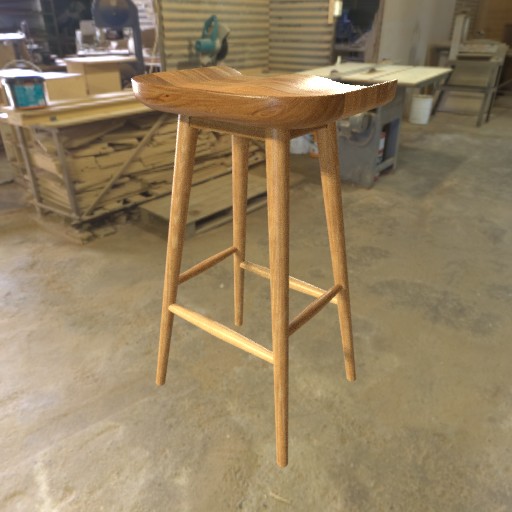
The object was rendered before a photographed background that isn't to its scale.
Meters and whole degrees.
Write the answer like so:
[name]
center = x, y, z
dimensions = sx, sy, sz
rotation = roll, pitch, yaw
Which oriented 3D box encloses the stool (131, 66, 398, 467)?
[stool]
center = 0.000, 0.000, 0.931
dimensions = 0.407, 0.698, 0.322
rotation = 20, 34, 33
